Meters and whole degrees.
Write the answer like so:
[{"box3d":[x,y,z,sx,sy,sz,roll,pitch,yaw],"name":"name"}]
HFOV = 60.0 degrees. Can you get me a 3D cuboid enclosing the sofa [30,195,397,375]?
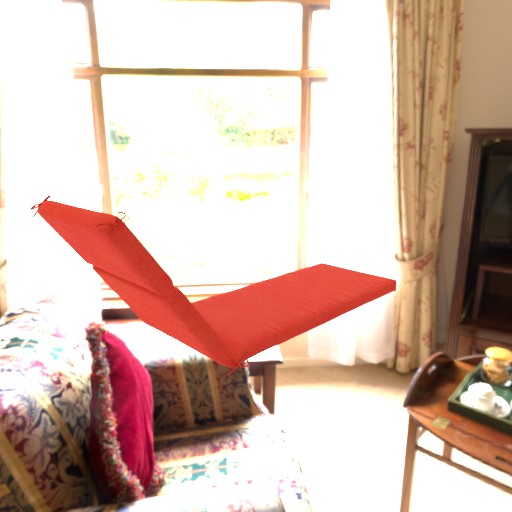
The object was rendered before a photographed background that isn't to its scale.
[{"box3d":[0.000,0.000,1.954,1.663,0.622,0.582,-14,20,-43],"name":"sofa"}]
